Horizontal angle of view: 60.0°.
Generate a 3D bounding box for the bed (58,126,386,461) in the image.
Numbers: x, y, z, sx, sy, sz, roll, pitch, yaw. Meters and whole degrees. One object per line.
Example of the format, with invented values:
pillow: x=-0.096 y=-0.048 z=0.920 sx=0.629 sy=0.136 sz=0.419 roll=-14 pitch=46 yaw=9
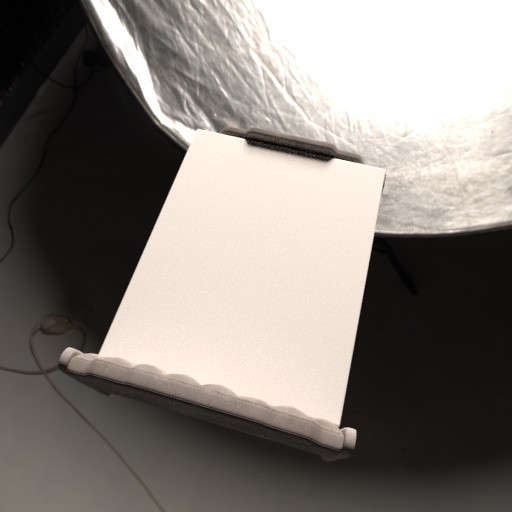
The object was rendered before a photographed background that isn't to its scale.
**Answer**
bed: x=0.000 y=0.000 z=3.225 sx=1.676 sy=1.245 sz=2.340 roll=14 pitch=64 yaw=7
